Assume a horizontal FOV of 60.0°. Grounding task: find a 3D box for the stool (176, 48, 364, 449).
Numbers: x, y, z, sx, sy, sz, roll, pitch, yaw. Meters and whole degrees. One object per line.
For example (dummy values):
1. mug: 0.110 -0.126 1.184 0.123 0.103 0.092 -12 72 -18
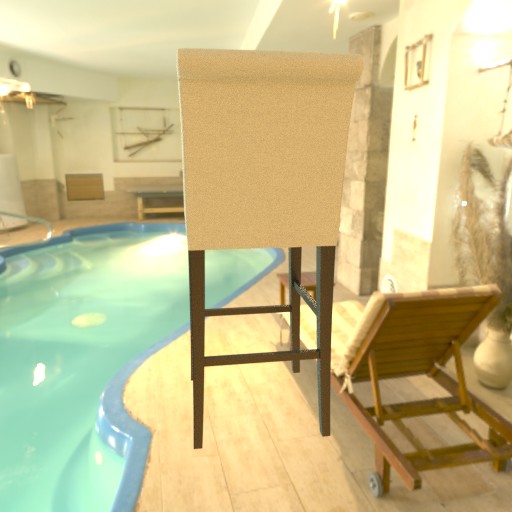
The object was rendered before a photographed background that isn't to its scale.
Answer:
1. stool: 0.000 0.000 1.431 0.452 1.124 0.597 -2 14 -8
